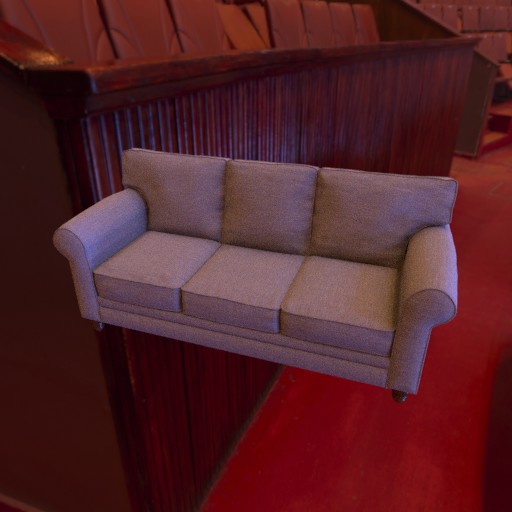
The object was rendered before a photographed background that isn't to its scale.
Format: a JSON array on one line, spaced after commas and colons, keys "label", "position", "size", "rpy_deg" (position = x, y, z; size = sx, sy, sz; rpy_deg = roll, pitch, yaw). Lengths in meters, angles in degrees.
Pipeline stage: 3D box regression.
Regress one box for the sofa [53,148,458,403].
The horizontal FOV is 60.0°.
[{"label": "sofa", "position": [0.000, 0.000, 2.554], "size": [2.084, 0.961, 0.916], "rpy_deg": [9, 29, 17]}]
